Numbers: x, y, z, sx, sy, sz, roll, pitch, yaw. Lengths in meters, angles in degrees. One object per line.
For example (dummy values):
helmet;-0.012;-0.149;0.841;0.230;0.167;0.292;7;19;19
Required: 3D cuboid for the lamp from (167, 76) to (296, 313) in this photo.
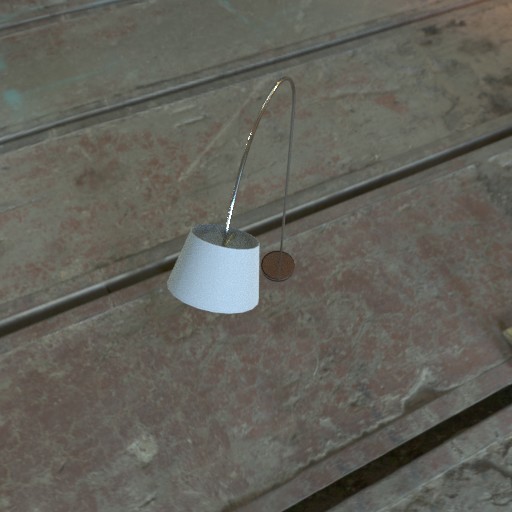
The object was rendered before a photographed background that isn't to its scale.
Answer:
lamp;0.000;0.000;2.707;0.406;2.098;1.445;16;59;10
